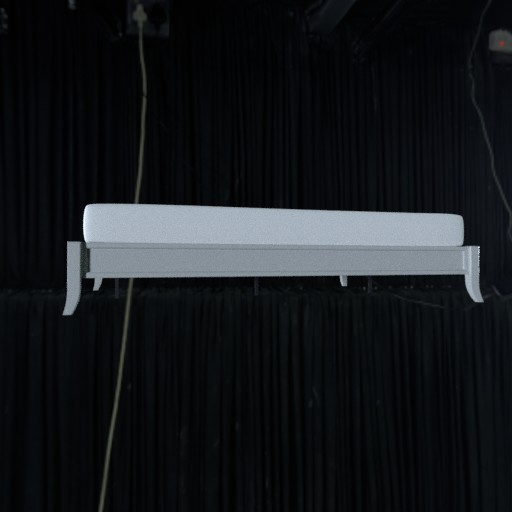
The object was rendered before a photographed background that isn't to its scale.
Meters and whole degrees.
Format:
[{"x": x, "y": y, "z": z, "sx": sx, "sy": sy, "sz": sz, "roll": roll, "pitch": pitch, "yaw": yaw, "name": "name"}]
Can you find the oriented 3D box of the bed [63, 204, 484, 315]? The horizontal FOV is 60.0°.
[{"x": 0.000, "y": 0.000, "z": 2.885, "sx": 2.108, "sy": 0.510, "sz": 1.604, "roll": 0, "pitch": -1, "yaw": -16, "name": "bed"}]
